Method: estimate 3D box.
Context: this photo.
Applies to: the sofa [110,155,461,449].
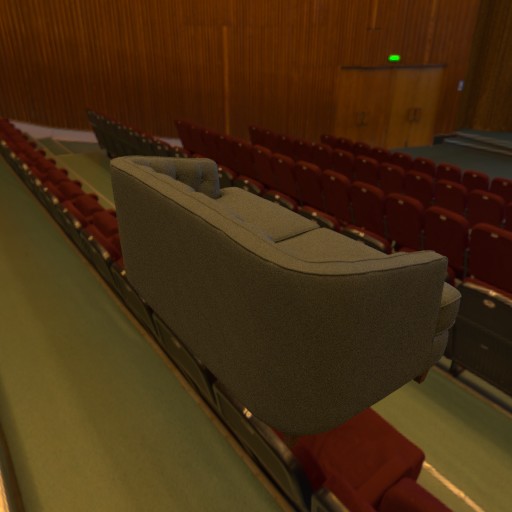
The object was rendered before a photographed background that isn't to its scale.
[{"bbox_3d":[0.000,0.000,2.233,0.941,0.855,1.733,-19,33,-32],"label":"sofa"}]
